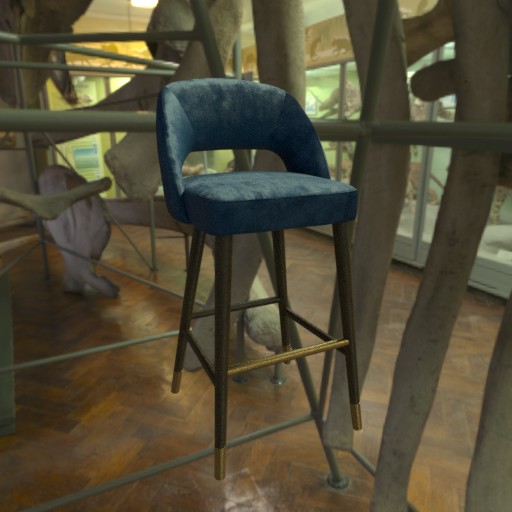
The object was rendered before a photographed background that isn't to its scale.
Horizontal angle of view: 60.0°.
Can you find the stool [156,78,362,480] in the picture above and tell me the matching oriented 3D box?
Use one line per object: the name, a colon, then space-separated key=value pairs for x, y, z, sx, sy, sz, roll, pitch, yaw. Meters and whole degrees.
stool: x=0.000 y=0.000 z=1.311 sx=0.514 sy=1.016 sz=0.515 roll=-8 pitch=19 yaw=-25
